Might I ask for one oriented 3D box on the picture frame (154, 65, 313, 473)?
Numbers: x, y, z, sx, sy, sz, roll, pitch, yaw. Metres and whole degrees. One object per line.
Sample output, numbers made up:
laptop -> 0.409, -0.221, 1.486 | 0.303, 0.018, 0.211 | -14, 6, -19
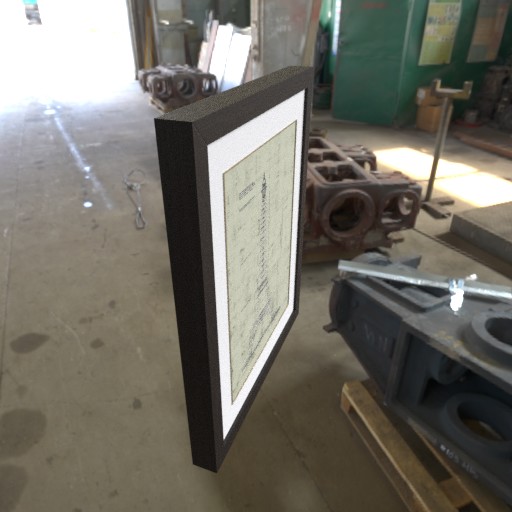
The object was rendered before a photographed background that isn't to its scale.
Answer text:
picture frame -> 0.000, 0.000, 0.763 | 0.044, 0.555, 0.452 | 11, 32, 19
